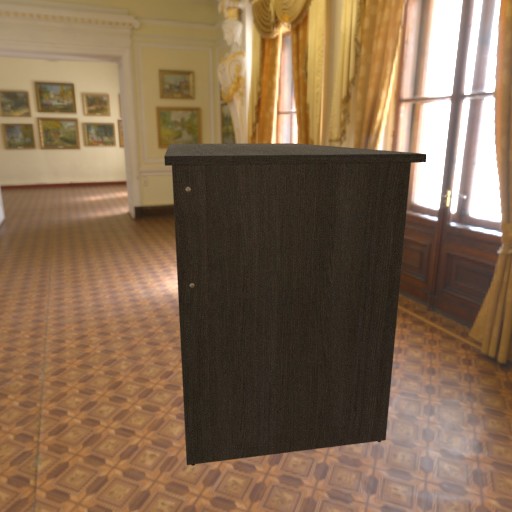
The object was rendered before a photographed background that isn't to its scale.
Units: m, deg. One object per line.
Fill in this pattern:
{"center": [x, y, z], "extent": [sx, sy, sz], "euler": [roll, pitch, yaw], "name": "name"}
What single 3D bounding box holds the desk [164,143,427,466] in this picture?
{"center": [0.000, 0.000, 1.530], "extent": [0.560, 0.730, 1.096], "euler": [-3, 16, -10], "name": "desk"}
